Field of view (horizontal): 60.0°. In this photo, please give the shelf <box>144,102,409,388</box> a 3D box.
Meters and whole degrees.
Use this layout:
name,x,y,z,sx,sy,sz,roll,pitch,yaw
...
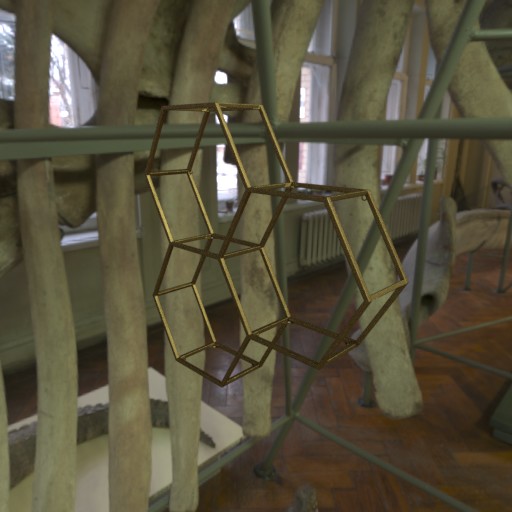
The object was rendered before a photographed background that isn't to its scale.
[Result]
name,x,y,z,sx,sy,sz,roll,pitch,yaw
shelf,0.000,0.000,1.071,0.708,0.701,0.150,15,22,42
